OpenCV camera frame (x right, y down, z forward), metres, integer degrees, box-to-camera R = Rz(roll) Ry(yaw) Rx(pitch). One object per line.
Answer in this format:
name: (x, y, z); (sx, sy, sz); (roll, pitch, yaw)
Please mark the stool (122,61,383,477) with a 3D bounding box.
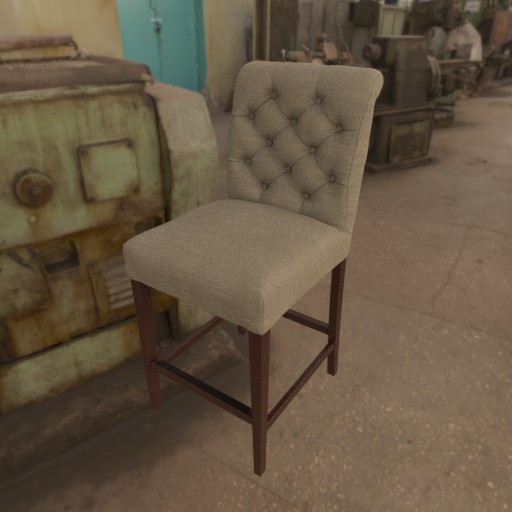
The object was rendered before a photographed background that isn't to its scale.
stool: (0.000, 0.000, 1.407); (0.486, 1.084, 0.660); (18, 34, 30)
